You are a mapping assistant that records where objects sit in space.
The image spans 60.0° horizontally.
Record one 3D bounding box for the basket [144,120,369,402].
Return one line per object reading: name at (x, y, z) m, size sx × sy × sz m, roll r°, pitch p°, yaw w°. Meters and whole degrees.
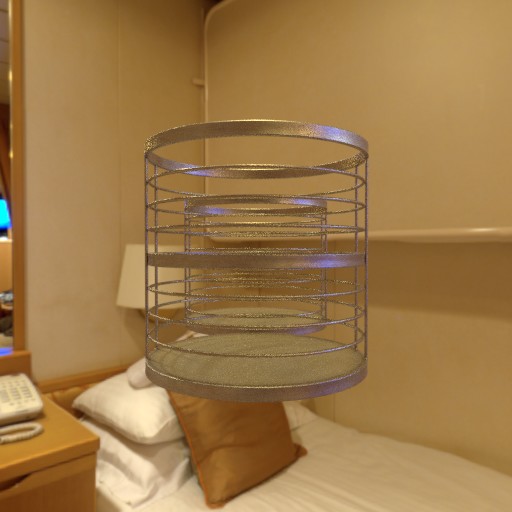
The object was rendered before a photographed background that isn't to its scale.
basket at (0.000, 0.000, 0.921) m, size 0.356 × 0.351 × 0.746 m, roll 0°, pitch 1°, yaw 0°
